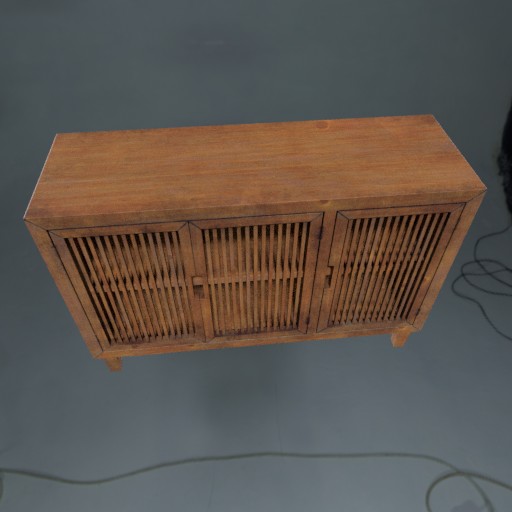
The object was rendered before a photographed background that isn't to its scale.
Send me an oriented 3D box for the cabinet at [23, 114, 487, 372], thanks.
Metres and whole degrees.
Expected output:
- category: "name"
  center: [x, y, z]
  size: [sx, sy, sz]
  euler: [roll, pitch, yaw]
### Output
- category: "cabinet"
  center: [0.000, 0.000, 1.570]
  size: [1.204, 0.805, 0.403]
  euler: [-4, 46, -4]
